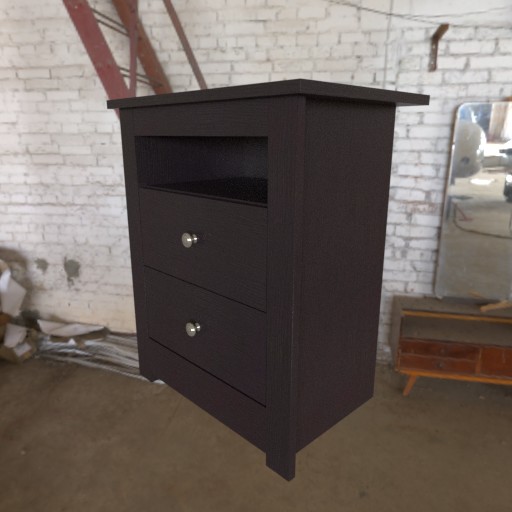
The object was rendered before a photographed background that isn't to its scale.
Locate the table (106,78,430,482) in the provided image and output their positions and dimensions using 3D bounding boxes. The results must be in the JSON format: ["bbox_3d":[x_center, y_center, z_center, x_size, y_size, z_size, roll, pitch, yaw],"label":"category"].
[{"bbox_3d":[0.000,0.000,1.055,0.408,0.711,0.589,-14,21,-42],"label":"table"}]
